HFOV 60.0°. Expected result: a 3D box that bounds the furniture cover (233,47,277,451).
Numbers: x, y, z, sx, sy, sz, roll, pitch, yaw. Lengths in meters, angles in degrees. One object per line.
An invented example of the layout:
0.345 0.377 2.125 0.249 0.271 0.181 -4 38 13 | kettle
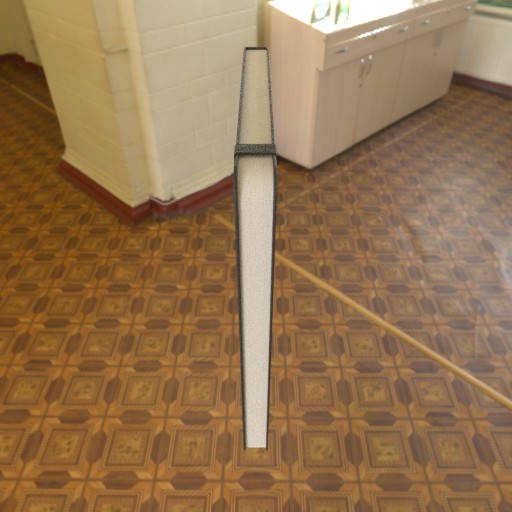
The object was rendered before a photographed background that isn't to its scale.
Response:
0.000 0.000 0.382 0.023 0.281 0.216 0 40 0 | furniture cover
